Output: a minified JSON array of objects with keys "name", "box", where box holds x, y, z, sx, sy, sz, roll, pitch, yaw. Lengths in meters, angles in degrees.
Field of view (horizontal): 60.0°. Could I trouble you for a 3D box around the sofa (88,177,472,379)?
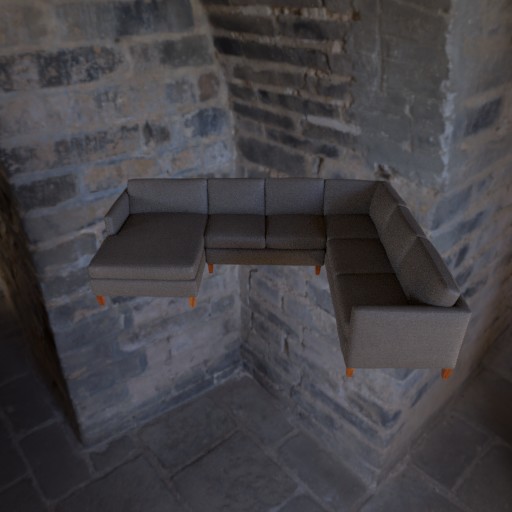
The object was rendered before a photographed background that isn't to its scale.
[{"name":"sofa","box":[0.000,0.000,4.689,3.460,0.961,2.594,1,30,1]}]
